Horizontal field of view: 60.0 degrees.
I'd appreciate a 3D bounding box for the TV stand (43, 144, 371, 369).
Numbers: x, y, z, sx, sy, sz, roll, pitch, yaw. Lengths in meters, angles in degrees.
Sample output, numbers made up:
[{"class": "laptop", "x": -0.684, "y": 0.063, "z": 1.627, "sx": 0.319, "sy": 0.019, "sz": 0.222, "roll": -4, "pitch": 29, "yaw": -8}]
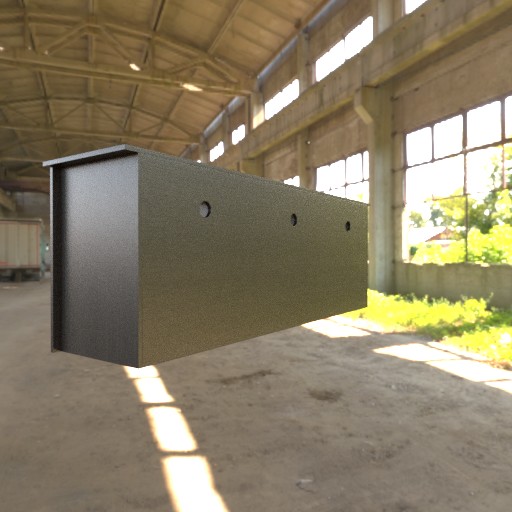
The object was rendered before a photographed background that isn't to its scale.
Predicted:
[{"class": "TV stand", "x": 0.000, "y": 0.000, "z": 2.024, "sx": 0.406, "sy": 0.610, "sz": 1.778, "roll": 0, "pitch": 1, "yaw": 35}]
